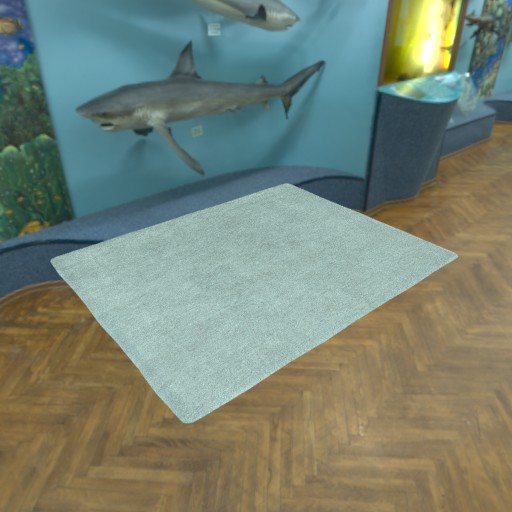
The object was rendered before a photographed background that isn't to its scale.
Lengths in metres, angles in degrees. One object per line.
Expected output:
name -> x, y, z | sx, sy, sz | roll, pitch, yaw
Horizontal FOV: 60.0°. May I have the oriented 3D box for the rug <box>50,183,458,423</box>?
rug -> 0.000, 0.000, 3.996 | 2.933, 0.027, 2.332 | -23, 38, -33
